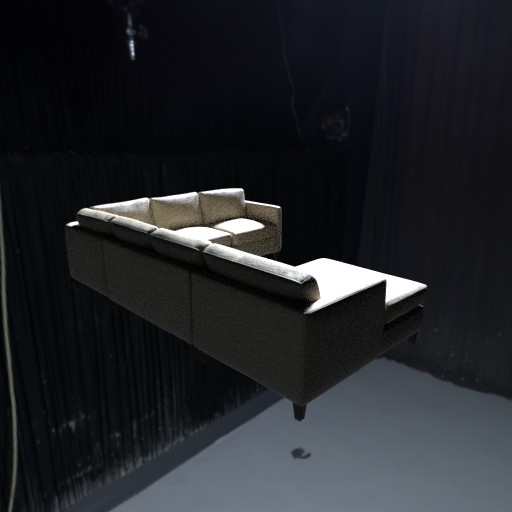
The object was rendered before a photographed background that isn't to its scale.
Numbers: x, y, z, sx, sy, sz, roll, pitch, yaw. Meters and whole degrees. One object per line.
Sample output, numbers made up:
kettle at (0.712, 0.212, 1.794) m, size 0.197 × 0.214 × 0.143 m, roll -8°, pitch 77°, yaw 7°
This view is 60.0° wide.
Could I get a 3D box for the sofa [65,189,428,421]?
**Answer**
sofa at (0.000, 0.000, 4.604) m, size 2.593 × 0.959 × 3.460 m, roll -15°, pitch 22°, yaw -42°
